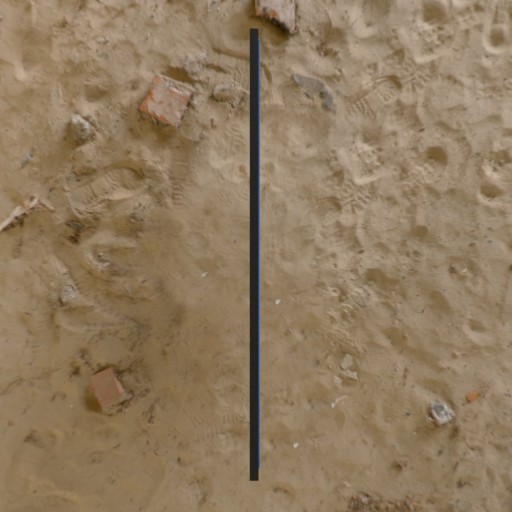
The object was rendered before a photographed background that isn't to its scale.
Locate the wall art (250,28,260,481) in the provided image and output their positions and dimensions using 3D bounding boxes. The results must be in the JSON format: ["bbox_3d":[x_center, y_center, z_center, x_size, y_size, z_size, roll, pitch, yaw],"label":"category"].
[{"bbox_3d":[0.000,0.000,0.982,0.015,0.663,0.664,0,89,0],"label":"wall art"}]
